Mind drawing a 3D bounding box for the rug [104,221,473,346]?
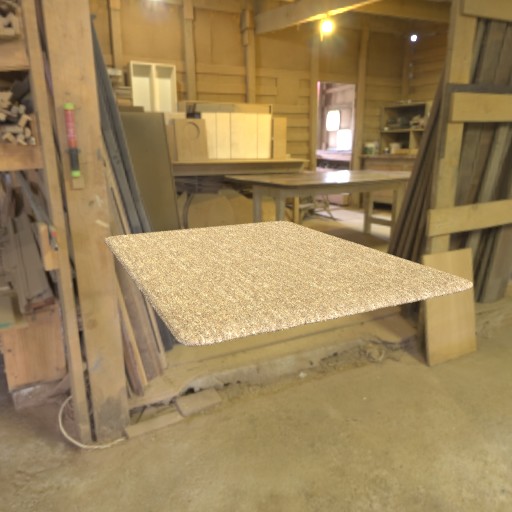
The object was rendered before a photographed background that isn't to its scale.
[{"bbox_3d":[0.000,0.000,3.959,2.242,0.050,2.873,-7,17,-25],"label":"rug"}]
